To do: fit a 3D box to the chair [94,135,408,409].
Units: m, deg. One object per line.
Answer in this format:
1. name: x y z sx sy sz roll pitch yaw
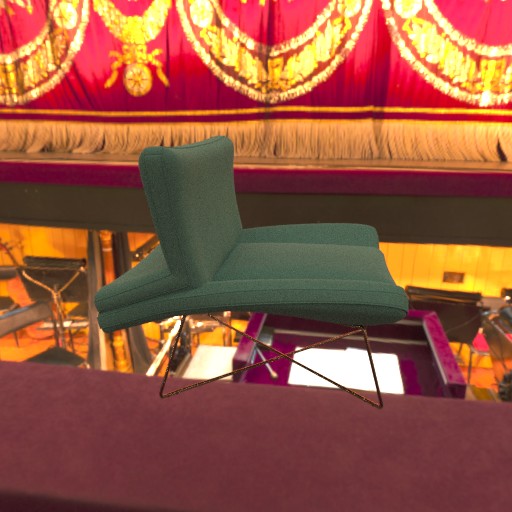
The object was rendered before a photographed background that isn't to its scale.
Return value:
1. chair: 0.000 0.000 1.688 1.008 0.855 0.859 2 17 8
